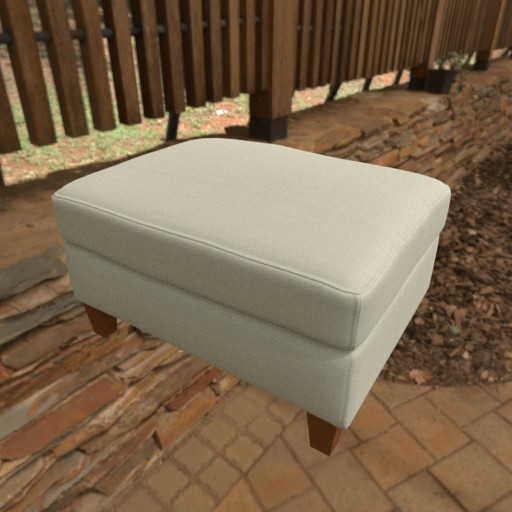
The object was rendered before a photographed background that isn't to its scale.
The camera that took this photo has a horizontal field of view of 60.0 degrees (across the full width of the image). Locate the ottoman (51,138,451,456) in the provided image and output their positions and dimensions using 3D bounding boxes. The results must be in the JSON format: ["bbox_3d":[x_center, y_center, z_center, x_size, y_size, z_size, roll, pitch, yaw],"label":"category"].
[{"bbox_3d":[0.000,0.000,1.193,0.818,0.496,0.634,18,34,29],"label":"ottoman"}]
